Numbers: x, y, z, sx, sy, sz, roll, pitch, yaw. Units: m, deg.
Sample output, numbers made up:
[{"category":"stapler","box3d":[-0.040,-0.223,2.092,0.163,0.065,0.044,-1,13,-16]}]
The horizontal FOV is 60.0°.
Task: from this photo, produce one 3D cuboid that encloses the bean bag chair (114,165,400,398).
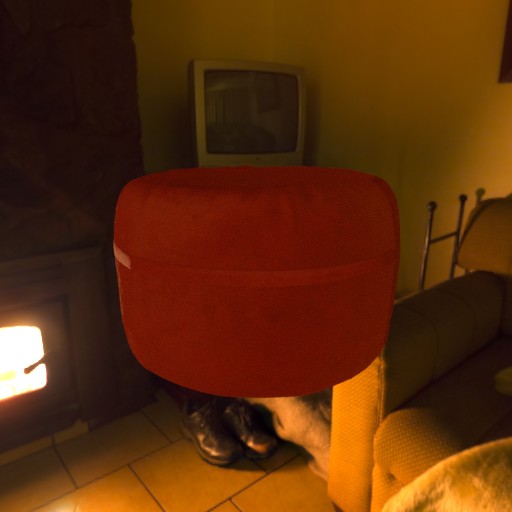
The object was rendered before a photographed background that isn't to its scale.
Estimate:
[{"category":"bean bag chair","box3d":[0.000,0.000,1.986,1.219,0.762,1.219,0,15,0]}]
